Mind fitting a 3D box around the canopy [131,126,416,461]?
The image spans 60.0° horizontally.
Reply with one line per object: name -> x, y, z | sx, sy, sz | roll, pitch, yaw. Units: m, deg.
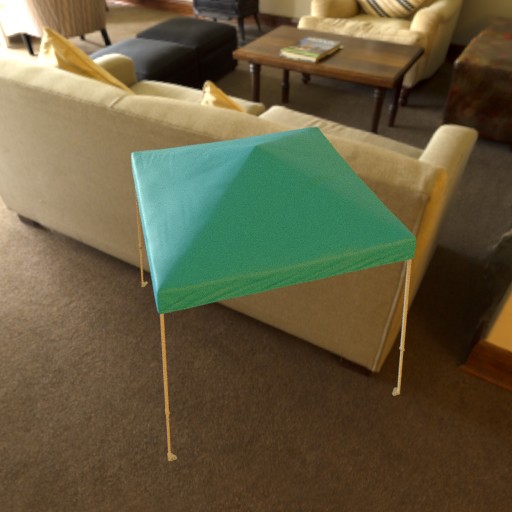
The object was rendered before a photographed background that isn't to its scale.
canopy -> 0.000, 0.000, 5.211 | 2.850, 2.850, 2.849 | -11, 43, -12
